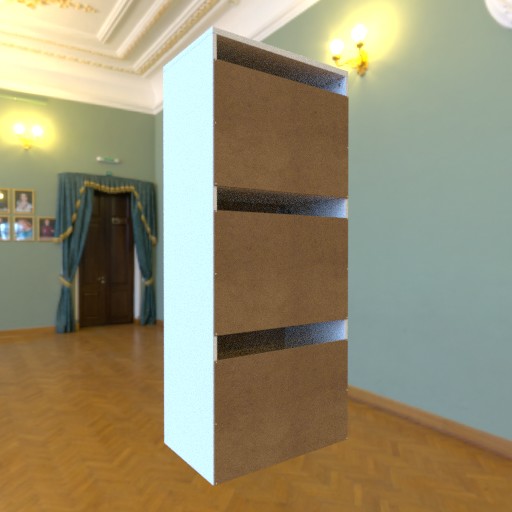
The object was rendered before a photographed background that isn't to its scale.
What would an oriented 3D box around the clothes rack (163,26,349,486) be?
[{"bbox_3d":[0.000,0.000,1.420,0.500,1.187,0.331,-1,1,-35],"label":"clothes rack"}]
